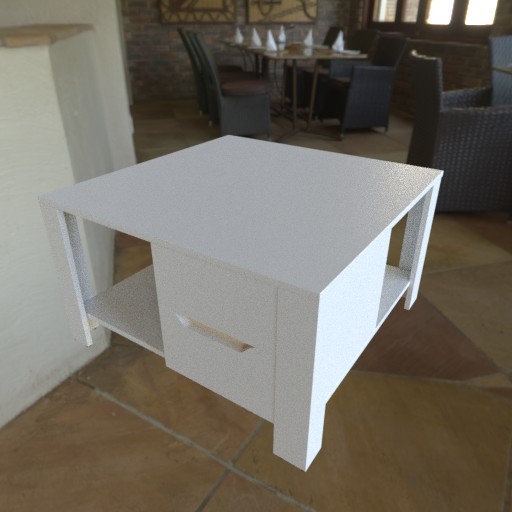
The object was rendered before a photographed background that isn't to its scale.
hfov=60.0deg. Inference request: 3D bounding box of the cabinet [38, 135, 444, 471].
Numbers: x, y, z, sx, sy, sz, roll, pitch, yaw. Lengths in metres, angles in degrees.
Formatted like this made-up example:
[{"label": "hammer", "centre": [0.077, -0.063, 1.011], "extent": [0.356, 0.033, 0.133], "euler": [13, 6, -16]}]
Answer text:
[{"label": "cabinet", "centre": [0.000, 0.000, 1.328], "extent": [0.800, 0.460, 0.800], "euler": [18, 33, 30]}]
